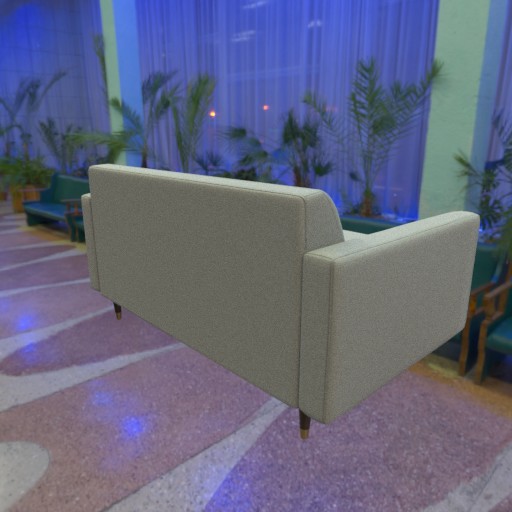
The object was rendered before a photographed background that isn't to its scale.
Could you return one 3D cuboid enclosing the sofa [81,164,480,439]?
[{"bbox_3d":[0.000,0.000,2.035,0.950,0.801,1.585,-15,22,-41],"label":"sofa"}]
